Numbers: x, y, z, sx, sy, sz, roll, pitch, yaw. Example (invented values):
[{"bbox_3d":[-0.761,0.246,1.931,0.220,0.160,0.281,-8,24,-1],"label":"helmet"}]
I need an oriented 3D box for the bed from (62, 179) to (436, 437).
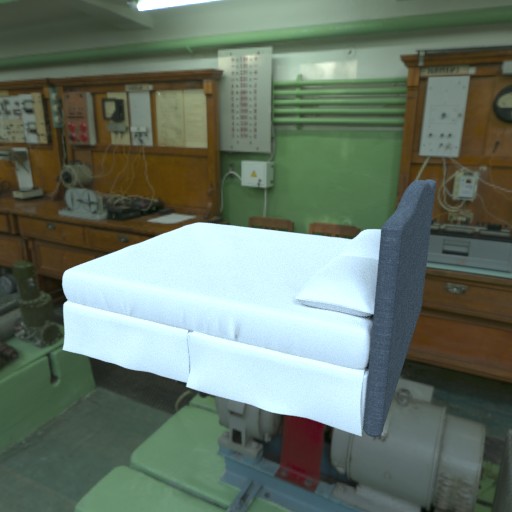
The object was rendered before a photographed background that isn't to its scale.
[{"bbox_3d":[0.000,0.000,3.927,2.689,1.457,2.161,8,19,25],"label":"bed"}]
